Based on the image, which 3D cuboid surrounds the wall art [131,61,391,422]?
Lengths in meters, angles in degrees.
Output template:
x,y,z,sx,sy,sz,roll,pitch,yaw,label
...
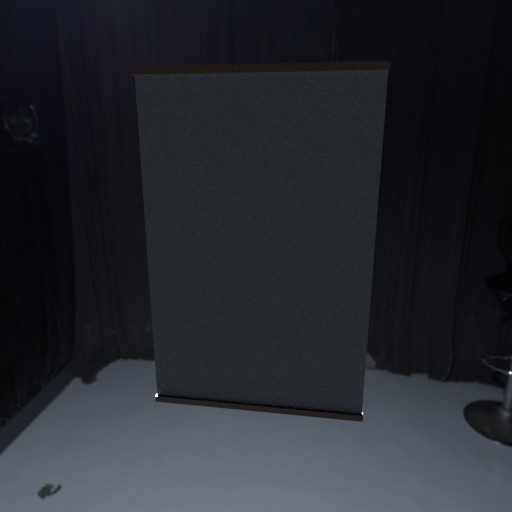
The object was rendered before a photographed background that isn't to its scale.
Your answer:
x,y,z,sx,sy,sz,roll,pitch,yaw,label
0.000,0.000,1.899,0.990,1.519,0.030,3,16,9,wall art
